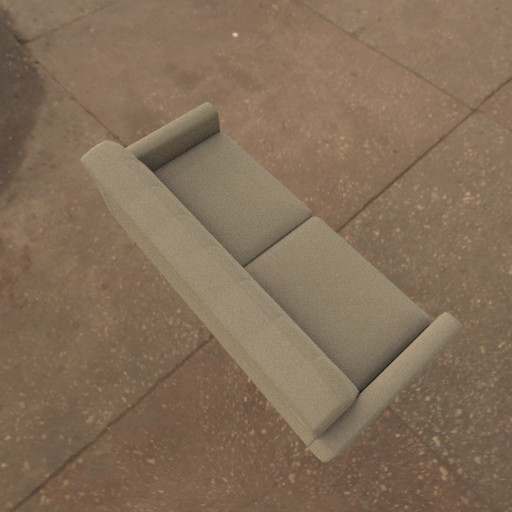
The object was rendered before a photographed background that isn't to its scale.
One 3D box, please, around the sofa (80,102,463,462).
[{"bbox_3d":[0.000,0.000,2.612,0.980,0.892,2.137,-37,67,-18],"label":"sofa"}]
